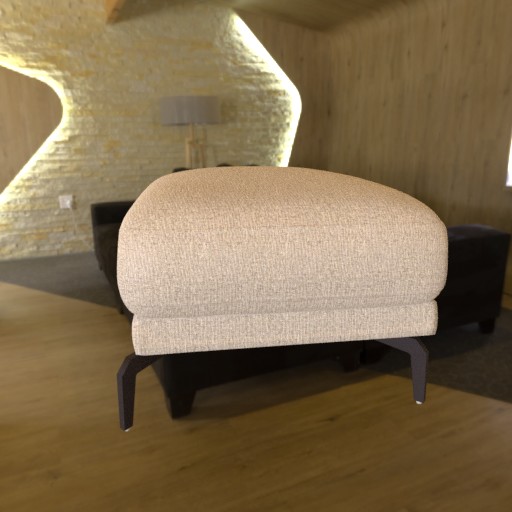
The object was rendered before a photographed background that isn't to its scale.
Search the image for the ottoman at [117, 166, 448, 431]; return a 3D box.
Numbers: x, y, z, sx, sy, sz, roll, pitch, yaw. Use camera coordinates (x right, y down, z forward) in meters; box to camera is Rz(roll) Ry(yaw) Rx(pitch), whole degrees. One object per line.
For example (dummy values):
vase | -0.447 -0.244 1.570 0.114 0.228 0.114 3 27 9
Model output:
ottoman | 0.000 0.000 1.065 0.568 0.420 0.772 -2 14 -9
